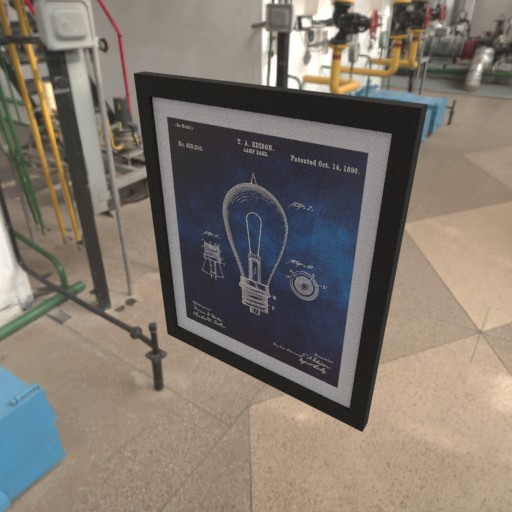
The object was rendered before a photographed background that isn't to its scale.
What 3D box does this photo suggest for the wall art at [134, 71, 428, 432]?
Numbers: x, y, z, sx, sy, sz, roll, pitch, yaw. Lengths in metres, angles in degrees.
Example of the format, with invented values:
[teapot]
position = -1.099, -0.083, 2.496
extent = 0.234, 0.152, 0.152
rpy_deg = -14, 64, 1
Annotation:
[wall art]
position = 0.000, 0.000, 0.696
extent = 0.428, 0.505, 0.023
rpy_deg = 19, 35, 29
